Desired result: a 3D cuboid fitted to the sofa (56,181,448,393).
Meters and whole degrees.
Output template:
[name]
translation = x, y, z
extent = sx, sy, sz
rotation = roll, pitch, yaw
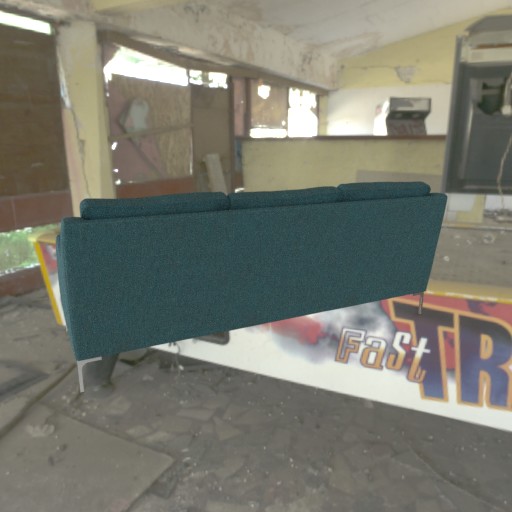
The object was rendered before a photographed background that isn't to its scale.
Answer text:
[sofa]
translation = 0.000, 0.000, 2.523
extent = 2.060, 0.837, 0.849
rotation = -7, 16, -26
